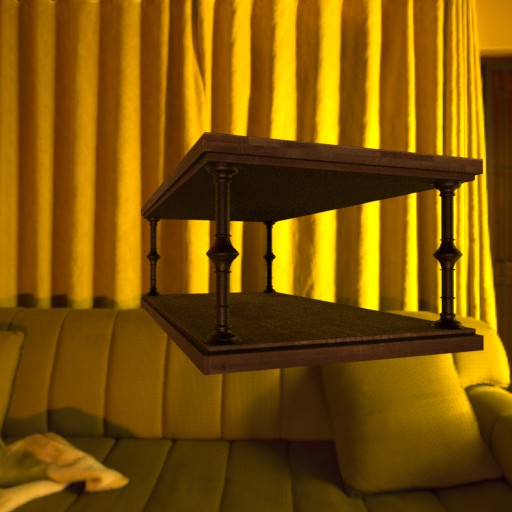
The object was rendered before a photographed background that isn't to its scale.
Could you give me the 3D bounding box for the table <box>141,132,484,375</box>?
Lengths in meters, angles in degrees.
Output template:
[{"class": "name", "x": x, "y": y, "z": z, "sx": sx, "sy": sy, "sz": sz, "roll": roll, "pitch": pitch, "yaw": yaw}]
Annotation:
[{"class": "table", "x": 0.000, "y": 0.000, "z": 1.283, "sx": 0.554, "sy": 0.373, "sz": 1.088, "roll": 0, "pitch": 0, "yaw": -20}]
